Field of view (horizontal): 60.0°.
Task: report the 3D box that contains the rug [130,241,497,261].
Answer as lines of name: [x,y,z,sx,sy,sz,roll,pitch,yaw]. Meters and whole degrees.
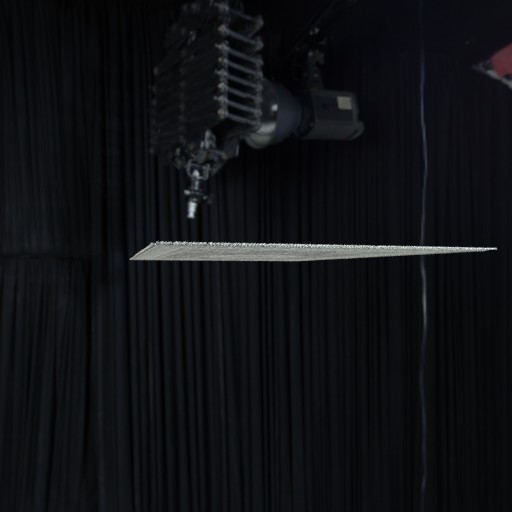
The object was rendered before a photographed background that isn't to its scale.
rug: [0.000,0.000,2.921,1.528,0.010,2.440,1,-2,-18]
